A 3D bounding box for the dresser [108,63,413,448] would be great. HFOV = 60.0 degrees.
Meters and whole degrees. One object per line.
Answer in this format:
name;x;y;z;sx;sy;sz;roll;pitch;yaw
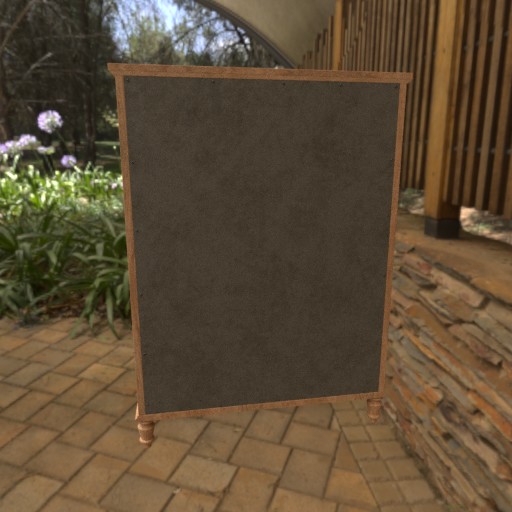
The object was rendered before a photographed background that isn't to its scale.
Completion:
dresser;0.000;0.000;1.769;0.973;1.318;0.484;-2;14;-10
